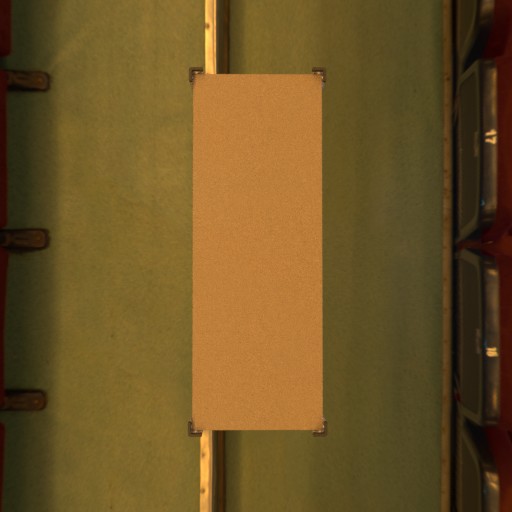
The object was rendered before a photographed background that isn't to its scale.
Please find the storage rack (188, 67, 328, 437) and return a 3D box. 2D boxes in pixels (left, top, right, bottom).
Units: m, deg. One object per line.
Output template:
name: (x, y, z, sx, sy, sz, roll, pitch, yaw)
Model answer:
storage rack: (0.000, 0.000, 2.373, 0.457, 1.829, 1.219, 0, 89, 0)
